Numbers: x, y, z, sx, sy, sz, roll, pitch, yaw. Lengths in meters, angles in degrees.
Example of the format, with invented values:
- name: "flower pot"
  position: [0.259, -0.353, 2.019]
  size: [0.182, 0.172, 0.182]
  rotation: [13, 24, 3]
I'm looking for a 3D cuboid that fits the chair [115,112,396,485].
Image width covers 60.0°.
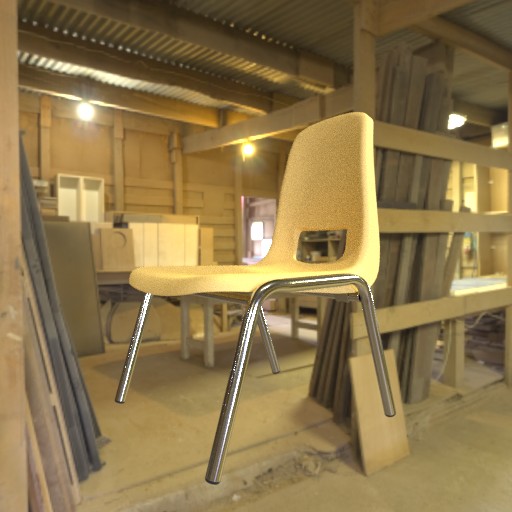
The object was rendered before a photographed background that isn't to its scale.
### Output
- name: "chair"
  position: [0.000, 0.000, 0.768]
  size: [0.385, 0.536, 0.354]
  rotation: [-1, 1, -36]
